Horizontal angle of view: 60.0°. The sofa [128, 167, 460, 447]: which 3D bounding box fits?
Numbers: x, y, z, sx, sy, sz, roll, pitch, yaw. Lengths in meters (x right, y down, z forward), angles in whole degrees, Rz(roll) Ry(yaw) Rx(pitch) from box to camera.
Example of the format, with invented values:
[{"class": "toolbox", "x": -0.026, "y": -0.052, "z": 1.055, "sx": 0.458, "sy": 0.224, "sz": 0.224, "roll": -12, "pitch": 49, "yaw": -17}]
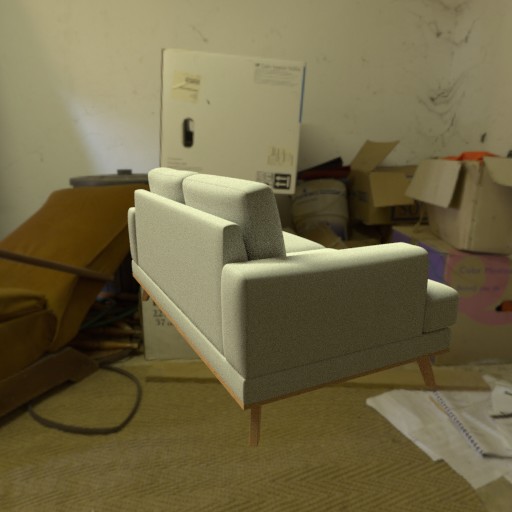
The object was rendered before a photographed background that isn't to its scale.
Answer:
[{"class": "sofa", "x": 0.000, "y": 0.000, "z": 2.149, "sx": 0.915, "sy": 0.810, "sz": 1.651, "roll": -7, "pitch": 15, "yaw": -26}]
